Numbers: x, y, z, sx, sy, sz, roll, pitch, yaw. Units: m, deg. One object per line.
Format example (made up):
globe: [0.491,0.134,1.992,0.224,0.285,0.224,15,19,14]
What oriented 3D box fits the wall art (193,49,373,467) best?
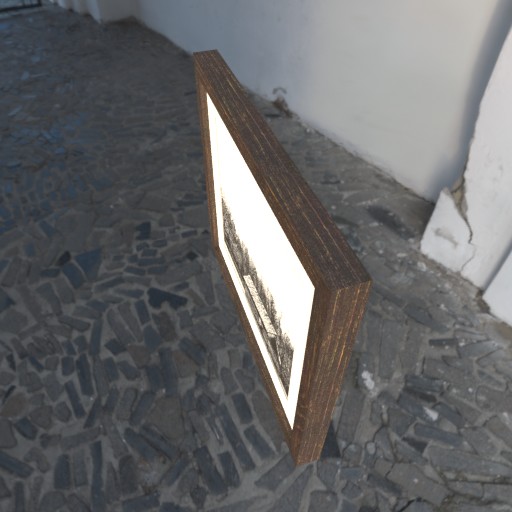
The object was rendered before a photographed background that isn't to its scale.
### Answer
wall art: [0.000,0.000,0.526,0.031,0.330,0.381,-14,49,-13]
